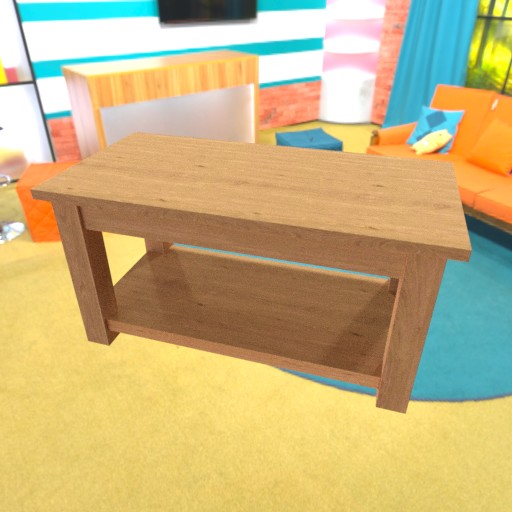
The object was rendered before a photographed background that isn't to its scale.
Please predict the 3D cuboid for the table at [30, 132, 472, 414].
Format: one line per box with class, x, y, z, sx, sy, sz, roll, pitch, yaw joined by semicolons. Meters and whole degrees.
table;0.000;0.000;1.162;0.899;0.452;0.450;9;33;14
